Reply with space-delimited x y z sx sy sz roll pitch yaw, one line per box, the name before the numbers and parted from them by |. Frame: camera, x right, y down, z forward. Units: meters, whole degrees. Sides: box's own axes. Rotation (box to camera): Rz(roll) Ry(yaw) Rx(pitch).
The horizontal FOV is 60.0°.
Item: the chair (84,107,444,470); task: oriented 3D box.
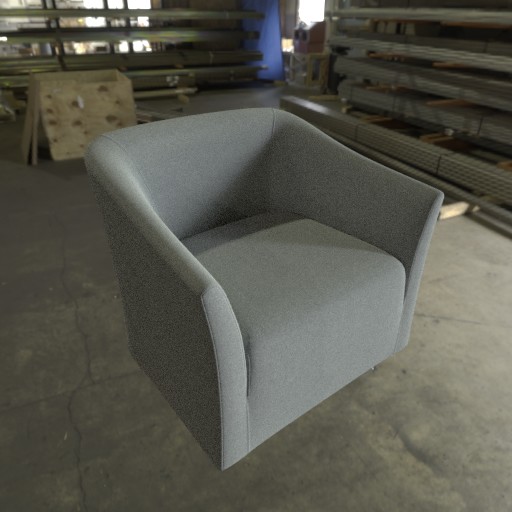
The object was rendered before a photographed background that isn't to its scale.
chair | 0.000 0.000 1.336 0.790 0.720 0.700 -21 36 -33
